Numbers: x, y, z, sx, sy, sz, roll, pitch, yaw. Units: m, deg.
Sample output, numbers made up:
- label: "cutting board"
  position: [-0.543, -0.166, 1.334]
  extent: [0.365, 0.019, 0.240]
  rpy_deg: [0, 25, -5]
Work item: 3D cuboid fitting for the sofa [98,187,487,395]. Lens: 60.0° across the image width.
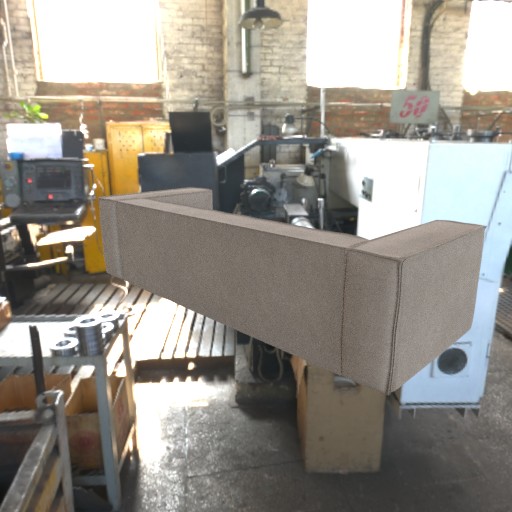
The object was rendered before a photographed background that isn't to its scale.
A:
- label: "sofa"
  position: [0.000, 0.000, 3.108]
  extent: [2.697, 0.680, 1.038]
  rpy_deg: [15, 21, 43]
